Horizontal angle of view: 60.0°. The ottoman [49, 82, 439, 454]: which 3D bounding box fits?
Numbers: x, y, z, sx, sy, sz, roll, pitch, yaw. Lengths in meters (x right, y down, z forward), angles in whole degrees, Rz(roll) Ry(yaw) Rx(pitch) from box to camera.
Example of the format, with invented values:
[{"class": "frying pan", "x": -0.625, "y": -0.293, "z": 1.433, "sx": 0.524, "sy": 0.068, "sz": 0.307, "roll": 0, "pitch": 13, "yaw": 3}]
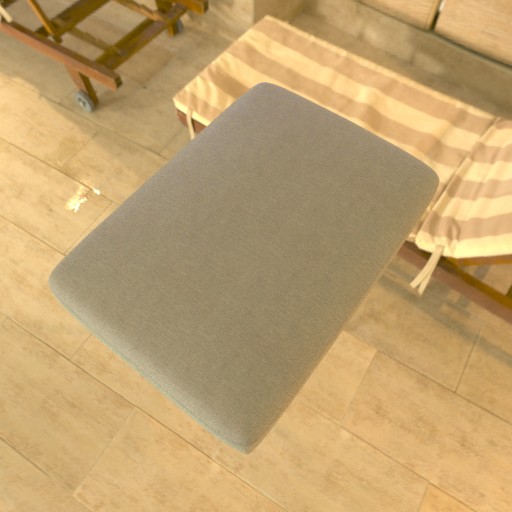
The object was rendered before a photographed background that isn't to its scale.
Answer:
[{"class": "ottoman", "x": 0.000, "y": 0.000, "z": 1.042, "sx": 0.528, "sy": 0.404, "sz": 0.735, "roll": 34, "pitch": 67, "yaw": 17}]
